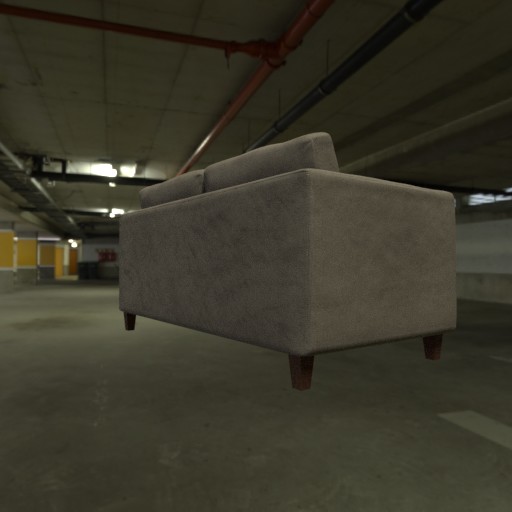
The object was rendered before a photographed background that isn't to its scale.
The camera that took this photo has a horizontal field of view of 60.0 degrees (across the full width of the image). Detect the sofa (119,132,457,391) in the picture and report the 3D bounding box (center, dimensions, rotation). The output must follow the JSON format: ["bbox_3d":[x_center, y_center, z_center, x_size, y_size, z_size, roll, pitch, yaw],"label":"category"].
[{"bbox_3d":[0.000,0.000,2.488,0.950,0.963,1.884,1,-1,-36],"label":"sofa"}]
